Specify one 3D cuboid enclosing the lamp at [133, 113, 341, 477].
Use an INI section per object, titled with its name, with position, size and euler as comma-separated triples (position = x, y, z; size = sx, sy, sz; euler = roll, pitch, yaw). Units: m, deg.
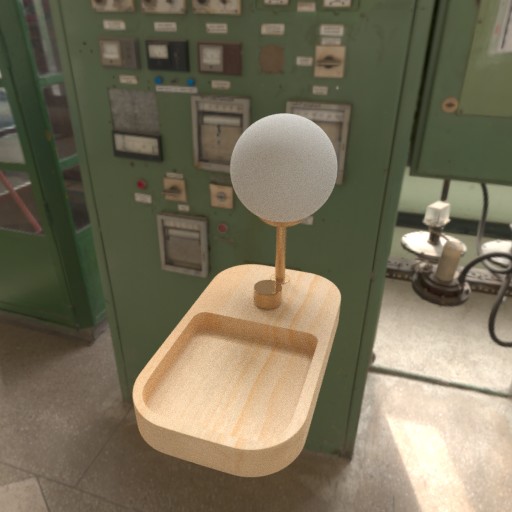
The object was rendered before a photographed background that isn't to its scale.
[lamp]
position = 0.000, 0.000, 0.471
size = 0.173, 0.253, 0.331
euler = 9, 30, 16
